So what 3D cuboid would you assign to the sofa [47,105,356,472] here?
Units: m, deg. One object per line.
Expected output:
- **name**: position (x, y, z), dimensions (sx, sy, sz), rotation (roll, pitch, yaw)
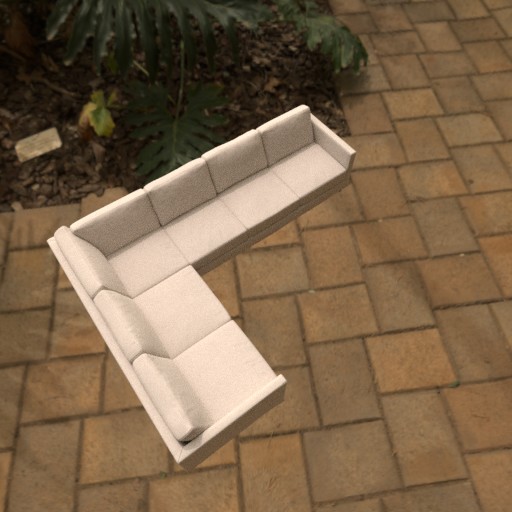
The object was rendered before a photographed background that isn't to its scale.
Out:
- **sofa**: position (0.000, 0.000, 4.389), dimensions (3.182, 0.863, 2.432), rotation (-32, 63, -18)
